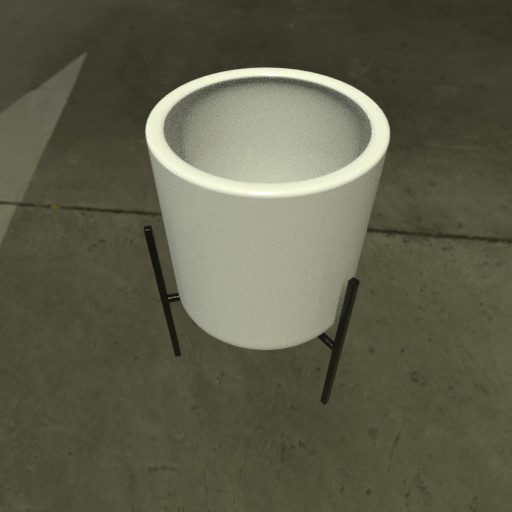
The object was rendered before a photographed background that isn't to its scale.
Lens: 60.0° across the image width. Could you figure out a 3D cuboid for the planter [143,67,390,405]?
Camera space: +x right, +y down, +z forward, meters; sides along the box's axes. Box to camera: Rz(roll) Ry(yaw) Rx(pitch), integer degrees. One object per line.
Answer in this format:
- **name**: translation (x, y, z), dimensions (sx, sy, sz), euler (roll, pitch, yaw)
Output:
- **planter**: translation (0.000, 0.000, 0.526), dimensions (0.239, 0.356, 0.239), euler (-9, 47, -8)
